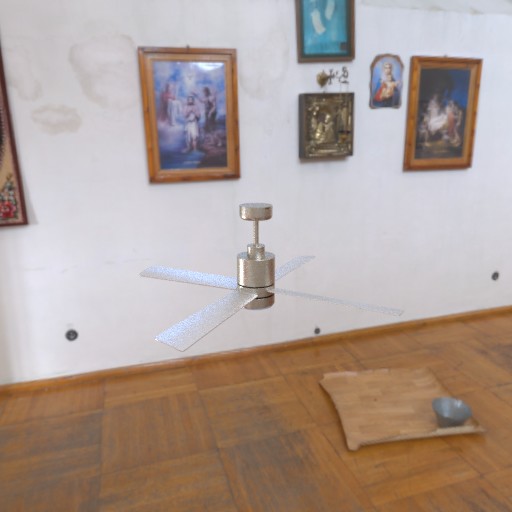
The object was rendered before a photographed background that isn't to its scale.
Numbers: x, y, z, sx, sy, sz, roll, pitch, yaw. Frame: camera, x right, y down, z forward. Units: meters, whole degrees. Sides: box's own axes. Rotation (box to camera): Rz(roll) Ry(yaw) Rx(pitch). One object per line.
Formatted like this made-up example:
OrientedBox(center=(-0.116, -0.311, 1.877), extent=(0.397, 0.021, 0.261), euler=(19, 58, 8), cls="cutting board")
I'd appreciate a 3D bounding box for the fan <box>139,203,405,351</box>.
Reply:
OrientedBox(center=(0.000, 0.000, 2.340), extent=(1.525, 0.539, 1.525), euler=(8, 16, 27), cls="fan")
